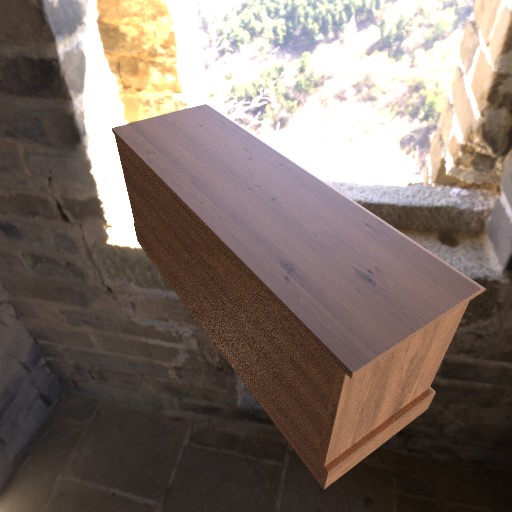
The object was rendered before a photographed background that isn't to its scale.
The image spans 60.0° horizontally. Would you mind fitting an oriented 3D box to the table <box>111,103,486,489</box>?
[{"bbox_3d":[0.000,0.000,1.415,0.400,0.510,1.200,-24,47,-25],"label":"table"}]
